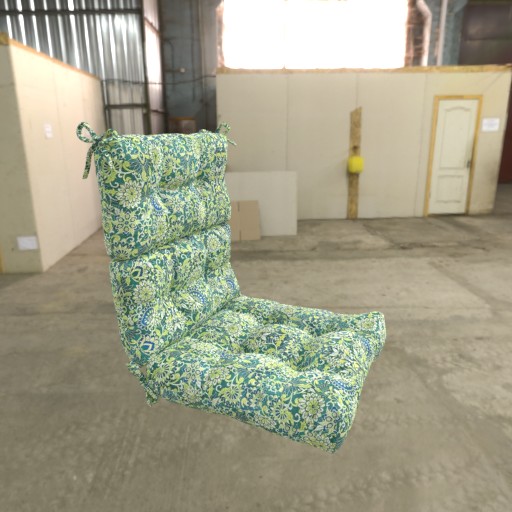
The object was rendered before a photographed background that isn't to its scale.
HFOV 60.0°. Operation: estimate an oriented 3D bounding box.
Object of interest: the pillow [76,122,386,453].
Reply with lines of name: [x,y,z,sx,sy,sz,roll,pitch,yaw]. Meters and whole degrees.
pillow: [0.000,0.000,1.040,0.571,0.605,0.519,8,18,24]
